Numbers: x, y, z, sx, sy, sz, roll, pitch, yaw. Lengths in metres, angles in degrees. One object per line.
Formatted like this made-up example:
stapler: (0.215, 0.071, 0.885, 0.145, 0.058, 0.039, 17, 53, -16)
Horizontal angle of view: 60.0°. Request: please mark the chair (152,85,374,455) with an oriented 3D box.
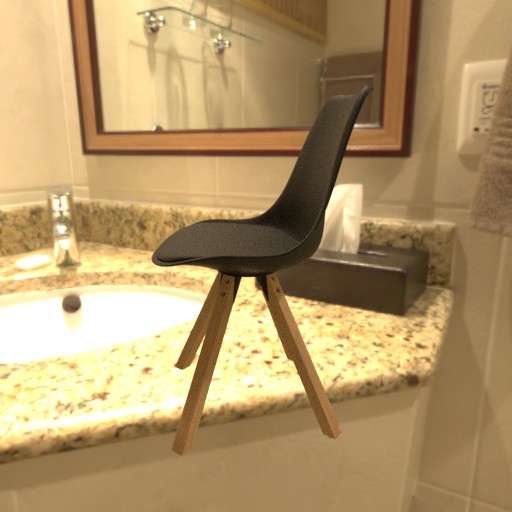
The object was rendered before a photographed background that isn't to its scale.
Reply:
chair: (0.000, 0.000, 1.197, 0.549, 0.850, 0.485, -2, 14, -9)
